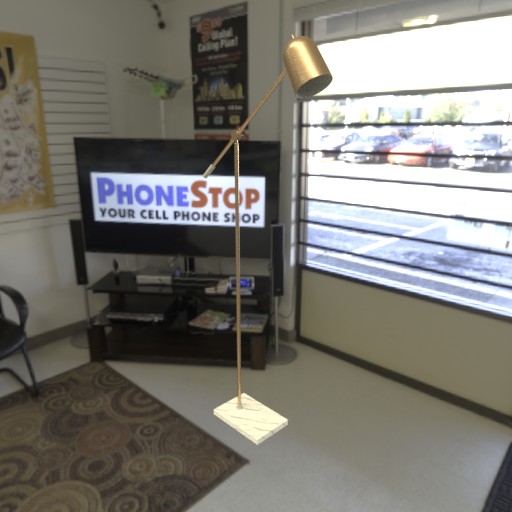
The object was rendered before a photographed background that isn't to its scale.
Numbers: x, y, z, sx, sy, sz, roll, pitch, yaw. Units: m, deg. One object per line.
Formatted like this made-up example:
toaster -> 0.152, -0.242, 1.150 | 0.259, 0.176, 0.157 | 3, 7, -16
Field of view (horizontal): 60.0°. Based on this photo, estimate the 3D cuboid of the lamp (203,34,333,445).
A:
lamp -> 0.000, 0.000, 1.803 | 0.194, 1.594, 0.653 | -15, 22, -42
